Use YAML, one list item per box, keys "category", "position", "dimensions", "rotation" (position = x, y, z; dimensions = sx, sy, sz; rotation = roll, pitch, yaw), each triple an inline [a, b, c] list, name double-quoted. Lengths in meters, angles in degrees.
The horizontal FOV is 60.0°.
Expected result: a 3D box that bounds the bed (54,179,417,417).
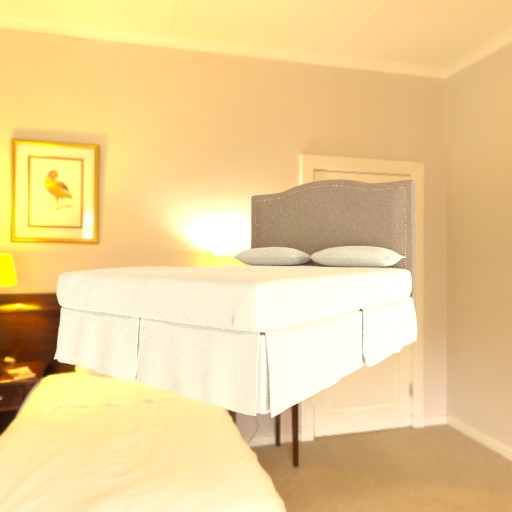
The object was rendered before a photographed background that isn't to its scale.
- category: "bed"
  position: [0.000, 0.000, 3.360]
  dimensions: [1.821, 1.436, 2.282]
  rotation: [0, 0, 37]
